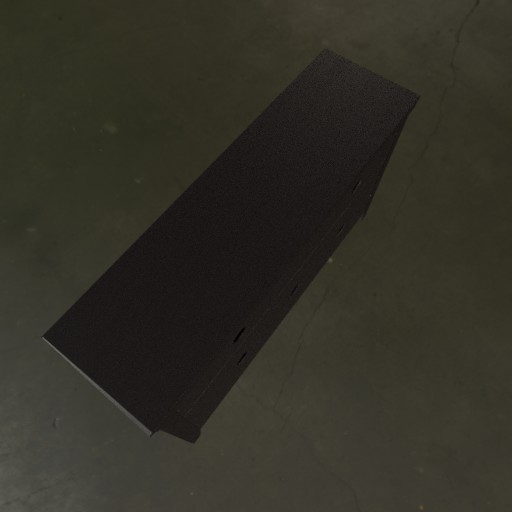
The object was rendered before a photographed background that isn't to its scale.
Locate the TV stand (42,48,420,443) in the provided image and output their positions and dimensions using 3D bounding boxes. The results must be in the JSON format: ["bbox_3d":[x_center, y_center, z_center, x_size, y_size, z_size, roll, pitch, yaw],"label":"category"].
[{"bbox_3d":[0.000,0.000,1.483,0.347,0.681,1.198,34,69,15],"label":"TV stand"}]
